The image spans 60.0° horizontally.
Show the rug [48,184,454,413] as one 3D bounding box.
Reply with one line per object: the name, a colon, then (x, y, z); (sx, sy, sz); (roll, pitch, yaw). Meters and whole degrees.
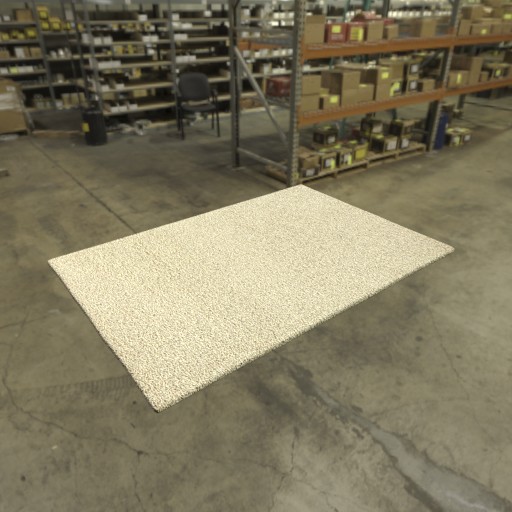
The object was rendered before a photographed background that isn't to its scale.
rug: (0.000, 0.000, 2.336); (1.778, 0.030, 1.219); (-21, 36, -32)
